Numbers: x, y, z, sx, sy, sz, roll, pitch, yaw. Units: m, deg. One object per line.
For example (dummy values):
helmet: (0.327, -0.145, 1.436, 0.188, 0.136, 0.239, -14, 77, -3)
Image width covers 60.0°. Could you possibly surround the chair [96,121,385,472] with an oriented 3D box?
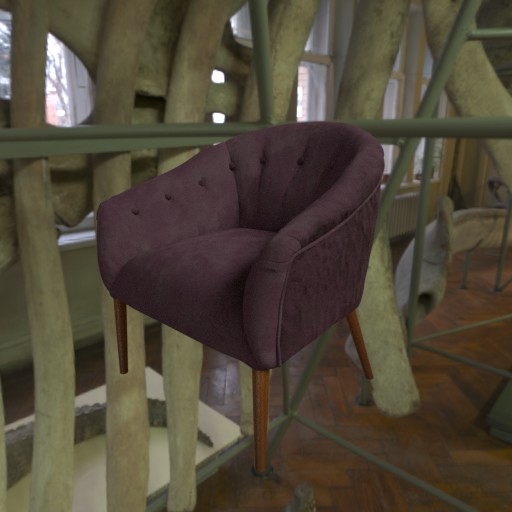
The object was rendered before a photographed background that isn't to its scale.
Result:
chair: (0.000, 0.000, 1.509, 0.851, 0.885, 0.776, 15, 22, 42)
